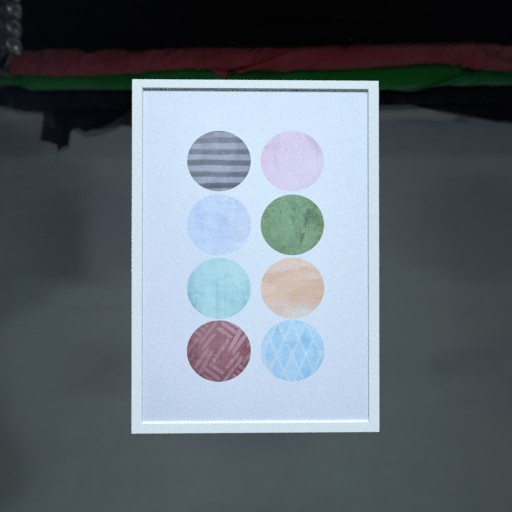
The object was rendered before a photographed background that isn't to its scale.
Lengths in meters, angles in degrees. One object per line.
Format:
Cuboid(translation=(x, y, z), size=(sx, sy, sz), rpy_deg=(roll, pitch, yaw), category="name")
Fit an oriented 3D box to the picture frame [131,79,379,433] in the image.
Cuboid(translation=(0.000, 0.000, 1.187), size=(0.659, 0.940, 0.013), rpy_deg=(0, 0, -1), category="picture frame")
